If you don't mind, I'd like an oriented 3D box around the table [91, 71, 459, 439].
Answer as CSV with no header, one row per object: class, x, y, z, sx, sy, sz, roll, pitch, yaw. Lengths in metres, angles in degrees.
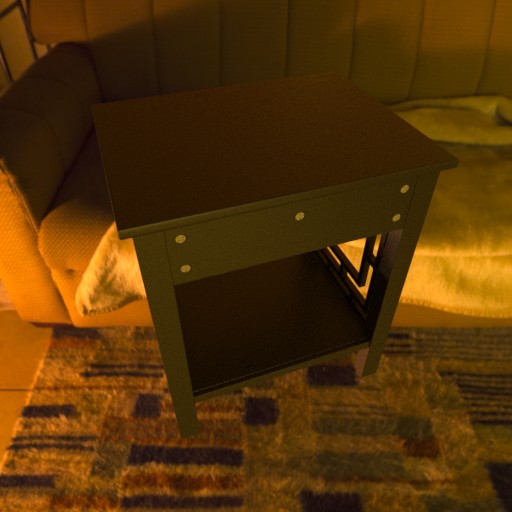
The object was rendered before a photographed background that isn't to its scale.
table,0.000,0.000,1.044,0.564,0.646,0.451,-14,44,-15
